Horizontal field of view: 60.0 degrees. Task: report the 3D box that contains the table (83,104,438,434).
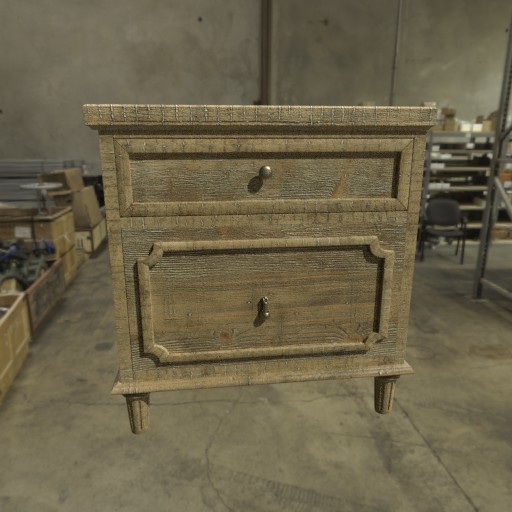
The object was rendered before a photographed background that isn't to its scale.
[{"bbox_3d":[0.000,0.000,1.145,0.686,0.711,0.457,-2,16,-7],"label":"table"}]
